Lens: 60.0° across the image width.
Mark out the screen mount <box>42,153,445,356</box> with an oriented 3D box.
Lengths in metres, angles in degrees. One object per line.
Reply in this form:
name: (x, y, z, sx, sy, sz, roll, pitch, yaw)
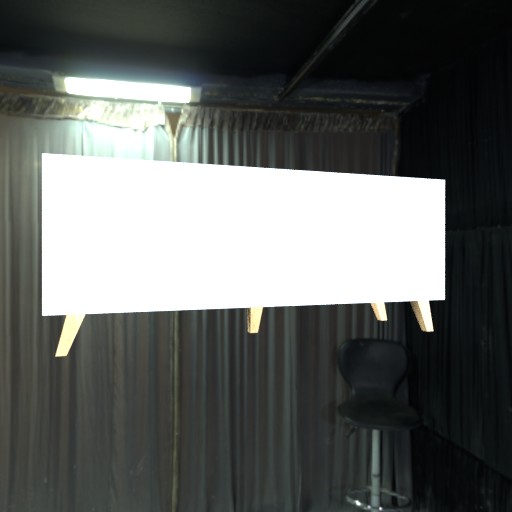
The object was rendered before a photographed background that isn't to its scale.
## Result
screen mount: (0.000, 0.000, 1.759, 1.490, 0.619, 0.400, 0, 0, -19)
